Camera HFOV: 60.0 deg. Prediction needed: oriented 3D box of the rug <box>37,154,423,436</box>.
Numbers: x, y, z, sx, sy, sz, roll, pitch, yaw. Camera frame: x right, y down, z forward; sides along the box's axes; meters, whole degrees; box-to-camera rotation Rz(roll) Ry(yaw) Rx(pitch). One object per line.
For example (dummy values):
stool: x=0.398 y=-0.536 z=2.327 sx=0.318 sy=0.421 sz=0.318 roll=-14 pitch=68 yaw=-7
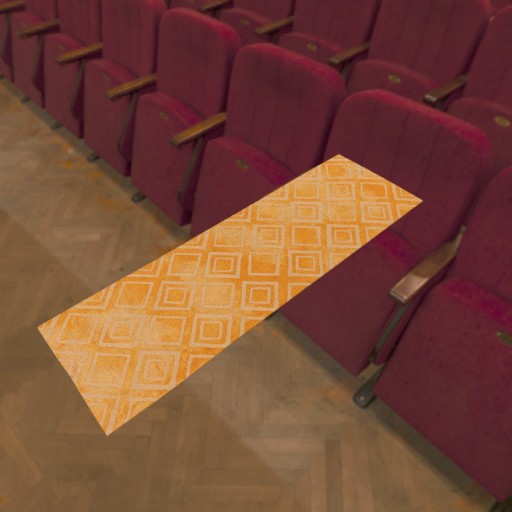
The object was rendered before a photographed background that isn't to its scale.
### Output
rug: x=0.000 y=0.000 z=2.710 sx=2.438 sy=0.010 sz=0.775 roll=-33 pitch=55 yaw=-27
